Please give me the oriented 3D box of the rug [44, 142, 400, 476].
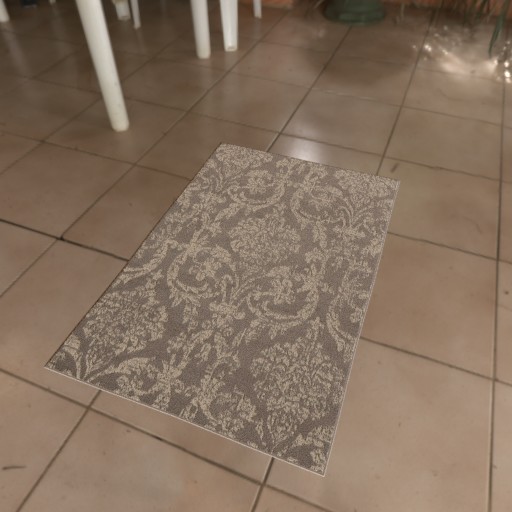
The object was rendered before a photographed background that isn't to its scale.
[{"bbox_3d":[0.000,0.000,2.289,1.206,0.012,1.824,15,49,14],"label":"rug"}]
